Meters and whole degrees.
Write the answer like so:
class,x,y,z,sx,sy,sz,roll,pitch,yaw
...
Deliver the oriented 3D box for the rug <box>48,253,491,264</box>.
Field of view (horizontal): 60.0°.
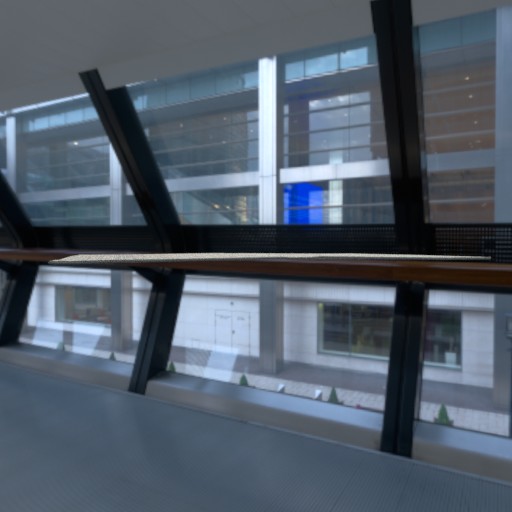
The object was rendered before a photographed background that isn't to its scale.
class,x,y,z,sx,sy,sz,roll,pitch,yaw
rug,0.000,0.000,2.962,2.338,0.030,1.616,0,1,-17
